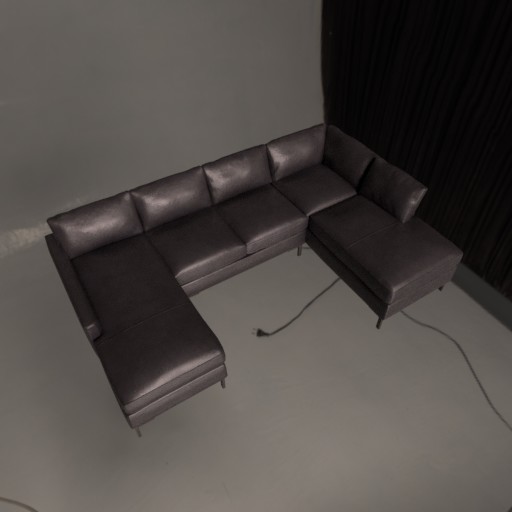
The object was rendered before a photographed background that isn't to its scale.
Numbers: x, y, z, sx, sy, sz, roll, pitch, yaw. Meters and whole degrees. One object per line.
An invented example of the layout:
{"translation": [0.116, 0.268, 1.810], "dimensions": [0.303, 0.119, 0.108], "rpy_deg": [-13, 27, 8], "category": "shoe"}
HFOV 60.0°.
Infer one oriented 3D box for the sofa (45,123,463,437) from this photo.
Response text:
{"translation": [0.000, 0.000, 3.782], "dimensions": [2.956, 0.900, 1.939], "rpy_deg": [-24, 51, -22], "category": "sofa"}
